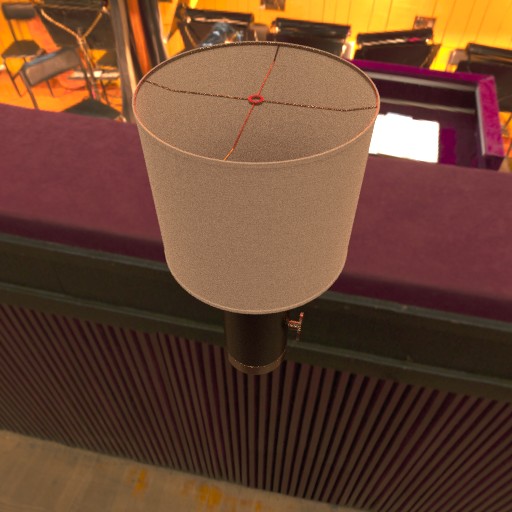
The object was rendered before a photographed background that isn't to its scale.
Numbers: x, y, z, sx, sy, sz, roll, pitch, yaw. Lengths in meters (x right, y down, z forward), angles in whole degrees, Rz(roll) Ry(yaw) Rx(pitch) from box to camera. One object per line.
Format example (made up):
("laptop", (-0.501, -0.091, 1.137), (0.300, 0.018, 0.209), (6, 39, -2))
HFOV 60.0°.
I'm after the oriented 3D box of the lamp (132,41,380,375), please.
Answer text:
("lamp", (0.000, 0.000, 0.615), (0.240, 0.482, 0.241), (10, 48, 9))
